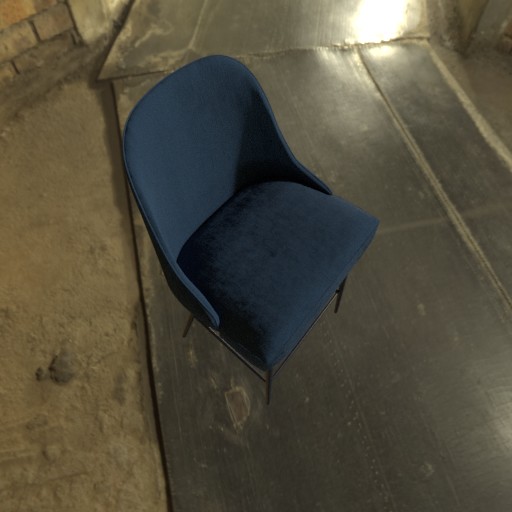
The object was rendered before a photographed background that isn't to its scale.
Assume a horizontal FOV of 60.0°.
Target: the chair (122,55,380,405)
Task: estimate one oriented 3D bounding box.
[{"bbox_3d":[0.000,0.000,1.240,0.489,0.927,0.526,33,64,19],"label":"chair"}]
